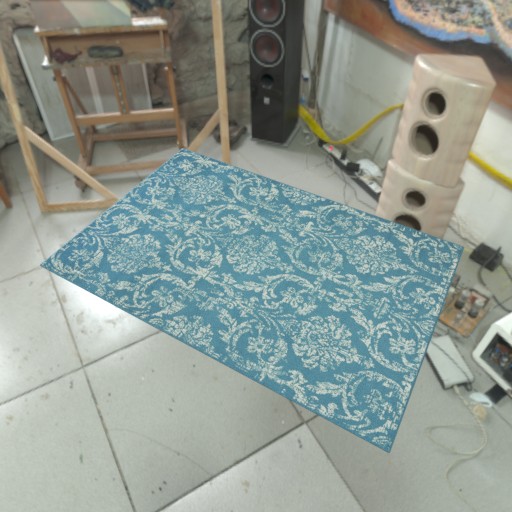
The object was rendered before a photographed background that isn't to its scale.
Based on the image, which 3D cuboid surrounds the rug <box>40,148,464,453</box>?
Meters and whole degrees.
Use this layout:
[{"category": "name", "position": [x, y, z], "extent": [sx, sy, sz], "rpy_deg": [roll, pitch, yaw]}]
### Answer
[{"category": "rug", "position": [0.000, 0.000, 3.430], "extent": [2.746, 0.018, 1.816], "rpy_deg": [23, 51, 20]}]
